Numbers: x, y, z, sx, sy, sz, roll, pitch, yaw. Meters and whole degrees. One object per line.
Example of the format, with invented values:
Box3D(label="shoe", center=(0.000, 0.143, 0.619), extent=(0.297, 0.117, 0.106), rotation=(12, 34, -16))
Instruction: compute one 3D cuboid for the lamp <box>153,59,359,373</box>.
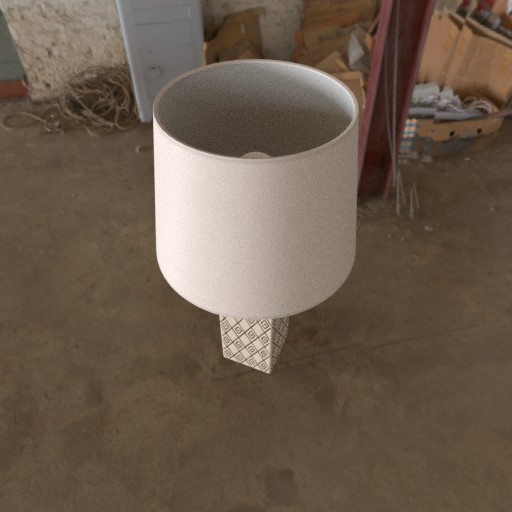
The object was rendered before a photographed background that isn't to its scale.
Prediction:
Box3D(label="lamp", center=(0.000, 0.000, 0.588), extent=(0.251, 0.435, 0.251), rotation=(0, 46, 0))
